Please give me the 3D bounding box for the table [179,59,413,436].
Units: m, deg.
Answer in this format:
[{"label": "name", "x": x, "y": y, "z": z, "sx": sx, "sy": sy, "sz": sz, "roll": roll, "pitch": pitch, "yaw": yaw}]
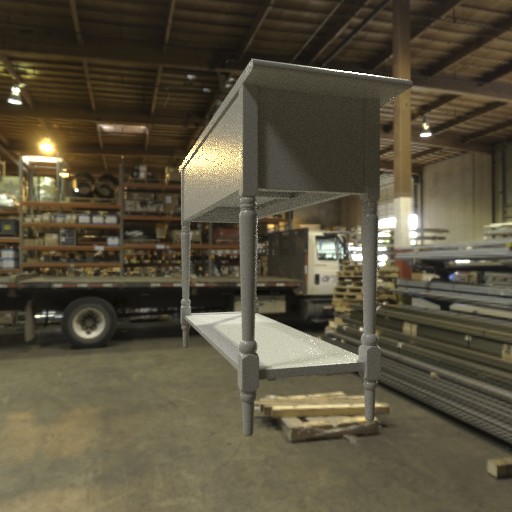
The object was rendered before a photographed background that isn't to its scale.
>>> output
[{"label": "table", "x": 0.000, "y": 0.000, "z": 1.527, "sx": 0.384, "sy": 0.808, "sz": 1.197, "roll": 0, "pitch": 0, "yaw": -17}]
